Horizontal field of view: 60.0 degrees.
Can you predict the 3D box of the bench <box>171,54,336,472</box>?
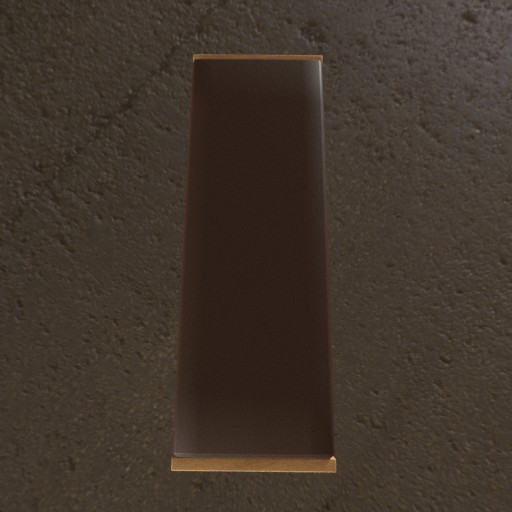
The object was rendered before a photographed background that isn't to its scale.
[{"bbox_3d":[0.000,0.000,1.436,0.405,0.480,1.200,1,75,0],"label":"bench"}]
